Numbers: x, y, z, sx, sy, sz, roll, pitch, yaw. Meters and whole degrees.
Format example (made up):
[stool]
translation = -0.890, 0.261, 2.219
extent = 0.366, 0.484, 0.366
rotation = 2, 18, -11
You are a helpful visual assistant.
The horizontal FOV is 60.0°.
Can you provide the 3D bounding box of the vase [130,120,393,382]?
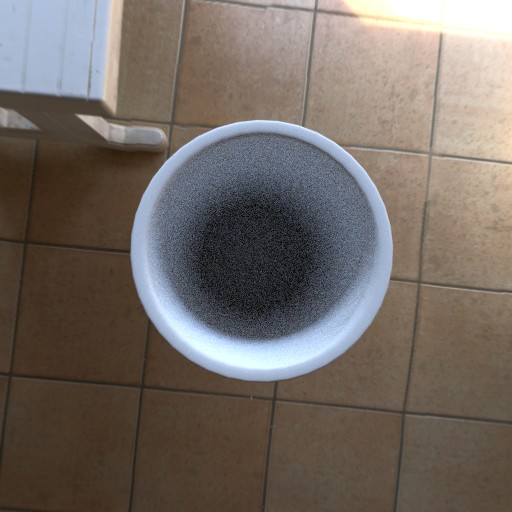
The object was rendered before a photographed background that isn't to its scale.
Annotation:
[vase]
translation = 0.000, 0.000, 0.388
extent = 0.143, 0.316, 0.143
rotation = 0, 89, -1
